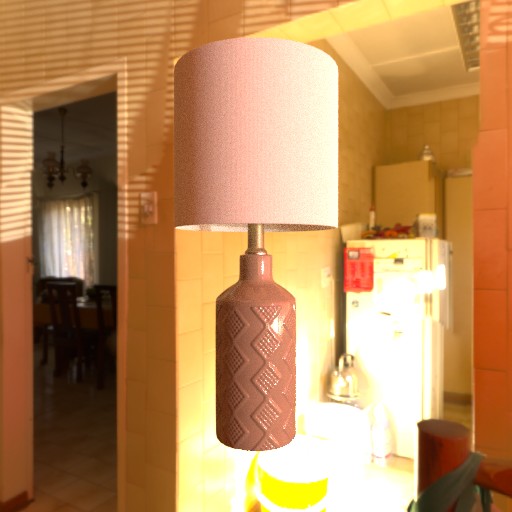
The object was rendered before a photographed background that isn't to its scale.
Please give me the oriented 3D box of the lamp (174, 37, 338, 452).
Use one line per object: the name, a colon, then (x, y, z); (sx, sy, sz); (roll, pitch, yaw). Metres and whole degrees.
lamp: (0.000, 0.000, 0.569); (0.207, 0.461, 0.207); (0, 1, -1)
